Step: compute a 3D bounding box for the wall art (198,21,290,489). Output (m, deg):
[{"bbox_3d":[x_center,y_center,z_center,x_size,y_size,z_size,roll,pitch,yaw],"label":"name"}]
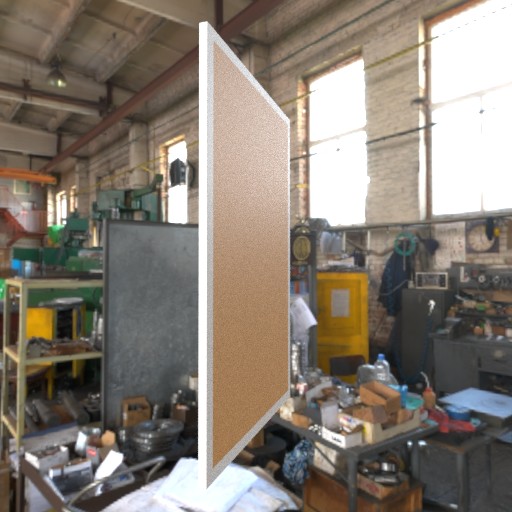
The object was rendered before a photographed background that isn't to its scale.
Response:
[{"bbox_3d":[0.000,0.000,0.838,0.013,0.656,0.456,0,-1,19],"label":"wall art"}]
